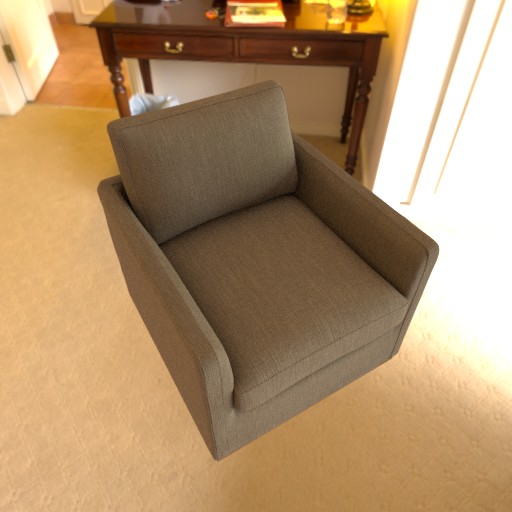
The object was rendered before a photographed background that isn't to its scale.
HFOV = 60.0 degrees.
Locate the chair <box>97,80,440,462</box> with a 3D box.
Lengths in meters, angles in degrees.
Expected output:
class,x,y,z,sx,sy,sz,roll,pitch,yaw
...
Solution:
class,x,y,z,sx,sy,sz,roll,pitch,yaw
chair,0.000,0.000,1.470,0.763,0.811,0.834,-23,50,-21
